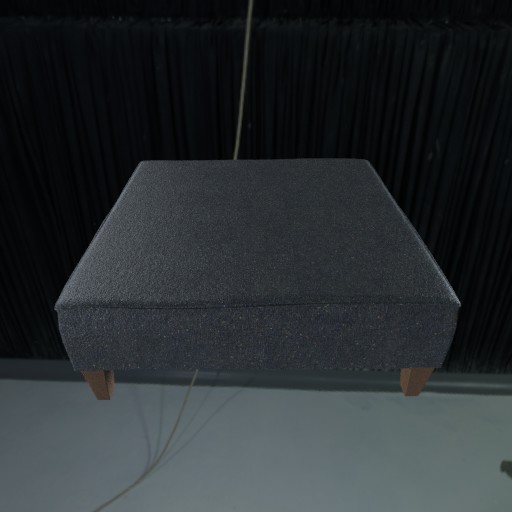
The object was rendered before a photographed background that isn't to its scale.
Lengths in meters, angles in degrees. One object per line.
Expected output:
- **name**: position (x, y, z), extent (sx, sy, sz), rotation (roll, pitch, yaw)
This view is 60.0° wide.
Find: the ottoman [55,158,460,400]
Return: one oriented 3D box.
- **ottoman**: position (0.000, 0.000, 1.545), extent (0.968, 0.382, 1.004), rotation (0, 32, -1)
